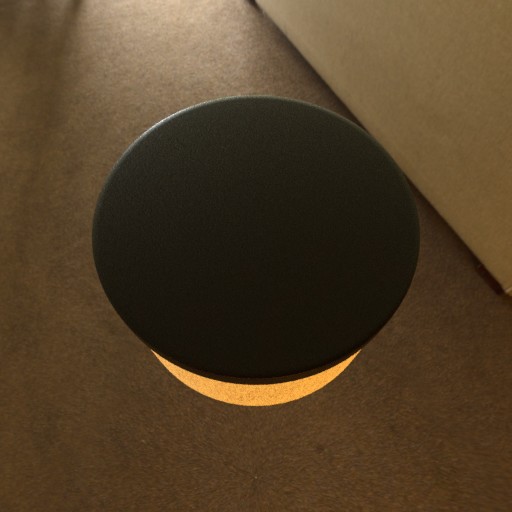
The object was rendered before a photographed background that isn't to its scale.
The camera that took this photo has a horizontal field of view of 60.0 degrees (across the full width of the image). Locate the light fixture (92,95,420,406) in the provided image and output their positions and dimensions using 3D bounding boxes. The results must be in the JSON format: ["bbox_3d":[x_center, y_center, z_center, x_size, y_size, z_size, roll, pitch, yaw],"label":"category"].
[{"bbox_3d":[0.000,0.000,0.632,0.389,0.229,0.389,0,63,0],"label":"light fixture"}]
